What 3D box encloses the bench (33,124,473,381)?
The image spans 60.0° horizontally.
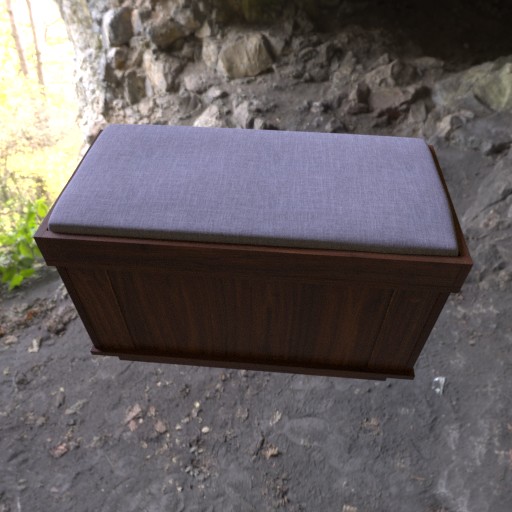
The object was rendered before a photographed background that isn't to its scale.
[{"bbox_3d":[0.000,0.000,1.004,0.734,0.461,0.362,4,46,3],"label":"bench"}]
